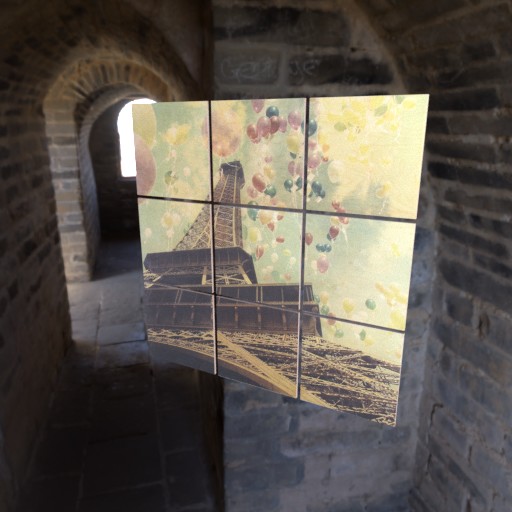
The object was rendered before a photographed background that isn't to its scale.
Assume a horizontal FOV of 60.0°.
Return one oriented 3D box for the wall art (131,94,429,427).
[{"bbox_3d":[0.000,0.000,1.827,1.219,1.218,0.013,8,18,26],"label":"wall art"}]
